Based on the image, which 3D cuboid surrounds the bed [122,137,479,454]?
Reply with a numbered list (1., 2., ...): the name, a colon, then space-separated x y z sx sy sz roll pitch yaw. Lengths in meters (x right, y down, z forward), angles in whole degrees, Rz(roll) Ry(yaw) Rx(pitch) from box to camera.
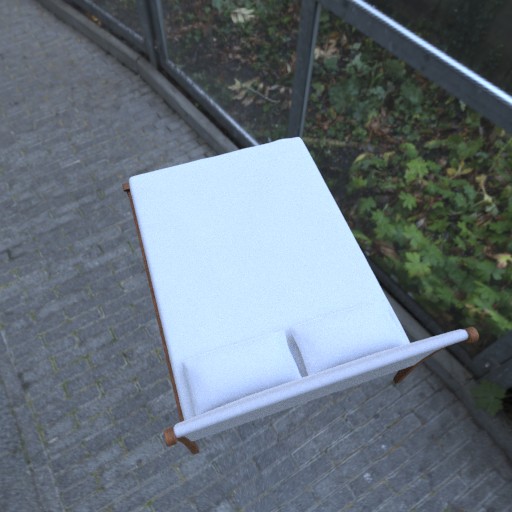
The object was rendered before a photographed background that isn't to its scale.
1. bed: 0.000 0.000 2.888 1.502 1.135 2.108 -16 60 -9
